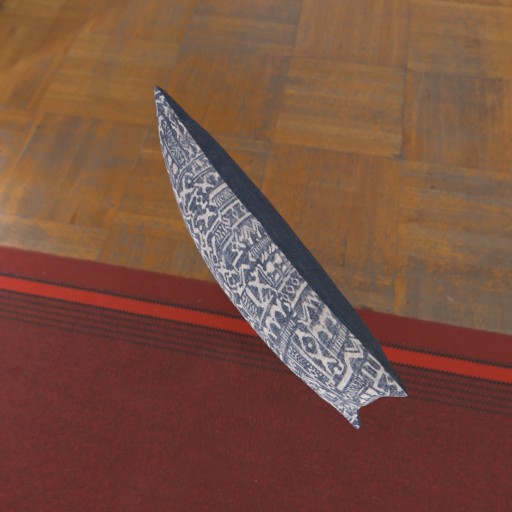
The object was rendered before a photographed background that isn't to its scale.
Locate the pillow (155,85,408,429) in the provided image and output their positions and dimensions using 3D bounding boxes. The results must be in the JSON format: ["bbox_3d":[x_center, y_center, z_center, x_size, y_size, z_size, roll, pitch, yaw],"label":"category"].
[{"bbox_3d":[0.000,0.000,0.754,0.148,0.292,0.631,-31,67,-15],"label":"pillow"}]
